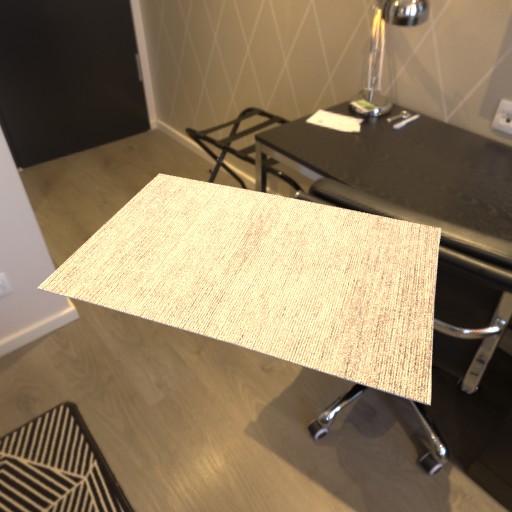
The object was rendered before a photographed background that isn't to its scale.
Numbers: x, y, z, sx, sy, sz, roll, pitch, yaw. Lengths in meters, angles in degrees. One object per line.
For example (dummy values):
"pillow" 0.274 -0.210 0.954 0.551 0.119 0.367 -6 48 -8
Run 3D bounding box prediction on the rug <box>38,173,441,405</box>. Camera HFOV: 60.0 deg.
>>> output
"rug" 0.000 0.000 2.256 1.773 0.021 1.149 13 42 15
